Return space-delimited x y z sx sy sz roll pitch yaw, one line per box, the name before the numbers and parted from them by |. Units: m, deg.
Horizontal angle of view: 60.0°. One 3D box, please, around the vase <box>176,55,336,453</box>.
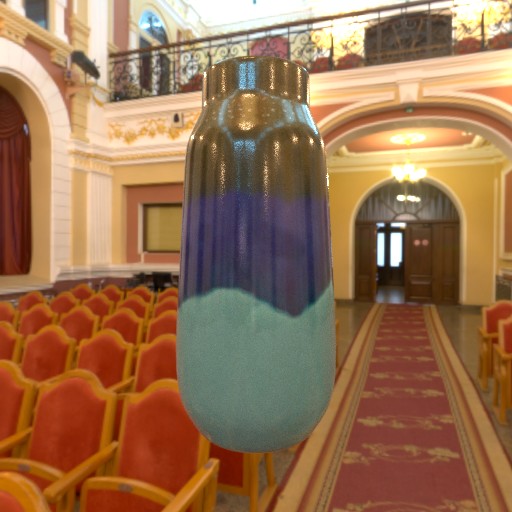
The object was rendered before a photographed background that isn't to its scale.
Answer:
vase | 0.000 0.000 0.389 0.139 0.313 0.139 0 1 0
